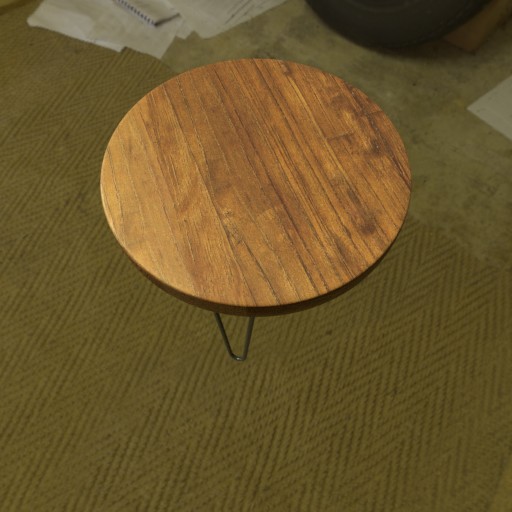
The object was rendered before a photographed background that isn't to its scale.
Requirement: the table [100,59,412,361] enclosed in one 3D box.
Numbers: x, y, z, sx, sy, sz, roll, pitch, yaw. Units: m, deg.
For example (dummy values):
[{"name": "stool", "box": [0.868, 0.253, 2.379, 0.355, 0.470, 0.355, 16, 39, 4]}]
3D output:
[{"name": "table", "box": [0.000, 0.000, 0.802, 0.400, 0.520, 0.400, 0, 62, 0]}]
